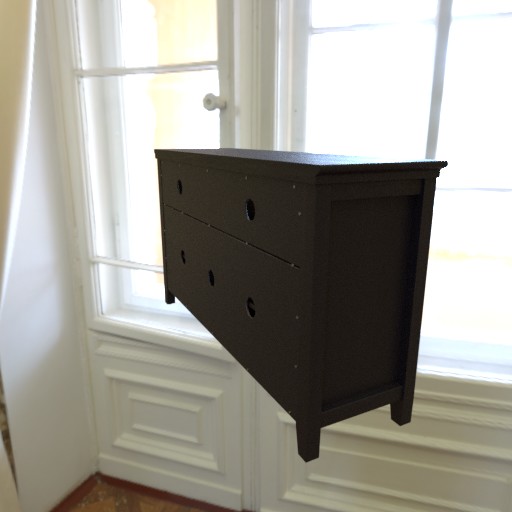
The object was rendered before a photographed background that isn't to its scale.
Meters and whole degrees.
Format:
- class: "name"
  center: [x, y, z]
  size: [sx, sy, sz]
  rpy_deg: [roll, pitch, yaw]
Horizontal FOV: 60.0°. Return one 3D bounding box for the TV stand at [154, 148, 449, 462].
- class: "TV stand"
  center: [0.000, 0.000, 1.504]
  size: [0.347, 0.681, 1.198]
  rpy_deg: [-8, 17, -26]
